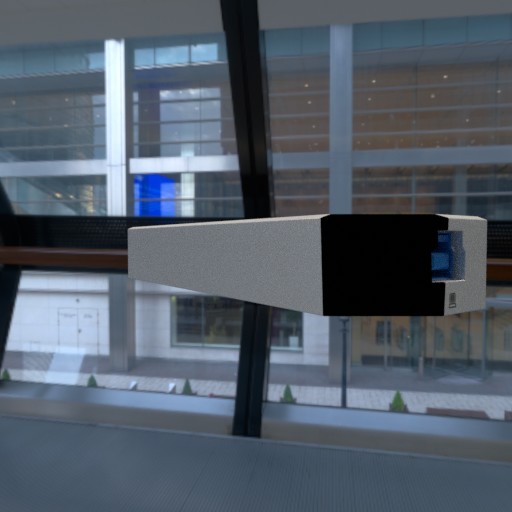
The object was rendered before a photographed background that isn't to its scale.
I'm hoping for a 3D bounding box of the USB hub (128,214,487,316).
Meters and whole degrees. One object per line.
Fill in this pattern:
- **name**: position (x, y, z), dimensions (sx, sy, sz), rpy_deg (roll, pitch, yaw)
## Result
- **USB hub**: position (0.000, 0.000, 0.158), dimensions (0.044, 0.023, 0.145), rpy_deg (-1, 2, -36)
